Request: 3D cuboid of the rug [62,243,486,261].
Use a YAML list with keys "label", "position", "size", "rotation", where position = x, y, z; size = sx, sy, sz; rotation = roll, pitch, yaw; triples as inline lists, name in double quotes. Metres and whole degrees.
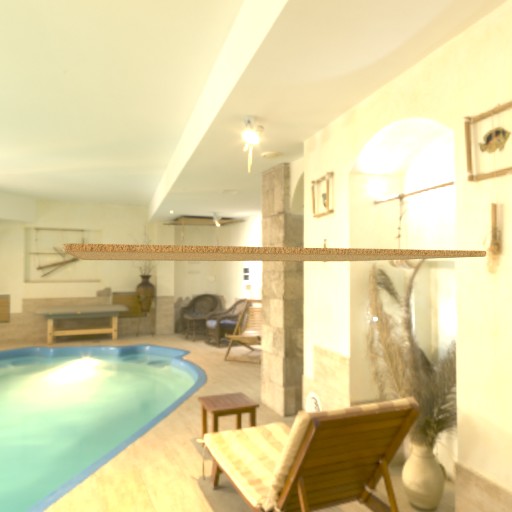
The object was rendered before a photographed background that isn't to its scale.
- label: "rug"
  position: [0.000, 0.000, 2.108]
  size: [1.600, 0.025, 1.199]
  rotation: [1, -2, -19]
